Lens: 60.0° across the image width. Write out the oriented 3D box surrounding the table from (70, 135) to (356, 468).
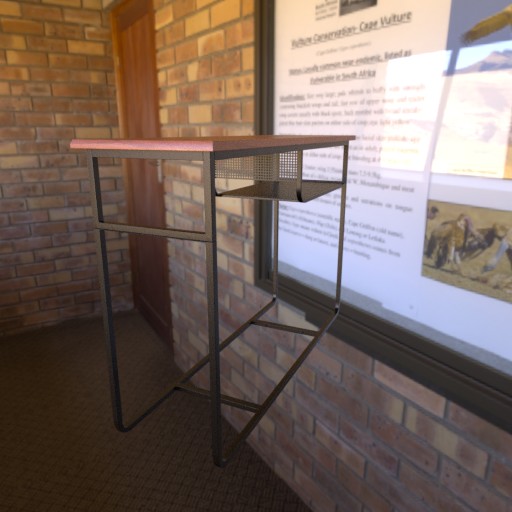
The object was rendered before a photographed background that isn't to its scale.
[{"bbox_3d":[0.000,0.000,1.444,0.350,0.750,1.100,7,17,24],"label":"table"}]
